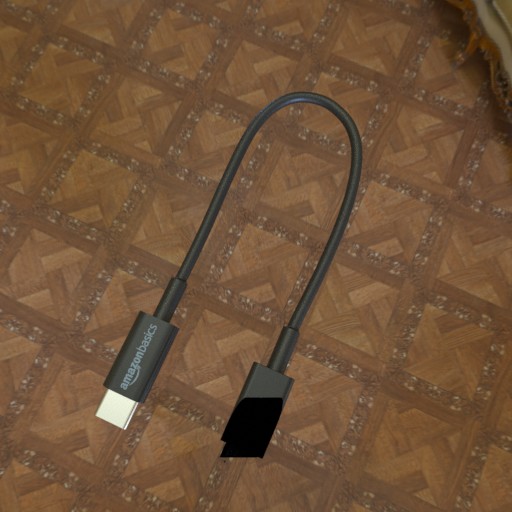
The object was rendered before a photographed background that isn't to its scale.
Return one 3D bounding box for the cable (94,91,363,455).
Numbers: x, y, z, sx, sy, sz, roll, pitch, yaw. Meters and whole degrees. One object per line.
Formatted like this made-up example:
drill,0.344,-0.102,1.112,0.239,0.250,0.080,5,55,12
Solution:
cable,0.000,0.000,0.111,0.040,0.006,0.098,23,77,6
